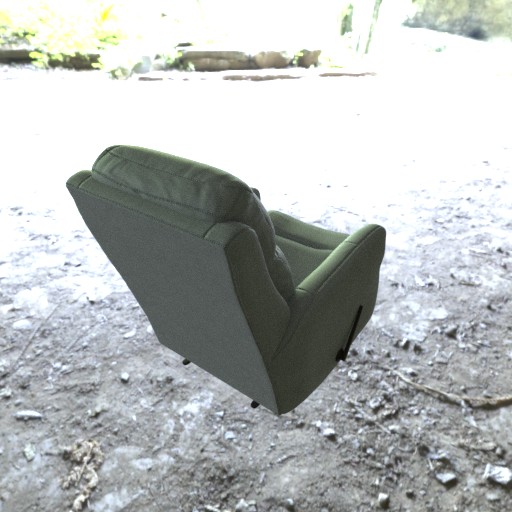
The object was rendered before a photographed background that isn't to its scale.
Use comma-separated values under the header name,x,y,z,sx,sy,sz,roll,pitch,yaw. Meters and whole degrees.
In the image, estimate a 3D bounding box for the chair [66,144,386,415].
name,x,y,z,sx,sy,sz,roll,pitch,yaw
chair,0.000,0.000,1.790,0.829,1.030,1.080,22,38,31
